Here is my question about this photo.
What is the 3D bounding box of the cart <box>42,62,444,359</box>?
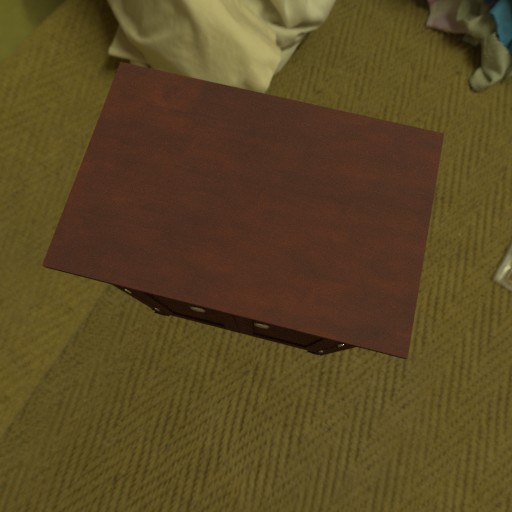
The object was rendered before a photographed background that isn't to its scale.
[{"bbox_3d":[0.000,0.000,1.248,0.683,0.864,0.442,14,76,4],"label":"cart"}]
